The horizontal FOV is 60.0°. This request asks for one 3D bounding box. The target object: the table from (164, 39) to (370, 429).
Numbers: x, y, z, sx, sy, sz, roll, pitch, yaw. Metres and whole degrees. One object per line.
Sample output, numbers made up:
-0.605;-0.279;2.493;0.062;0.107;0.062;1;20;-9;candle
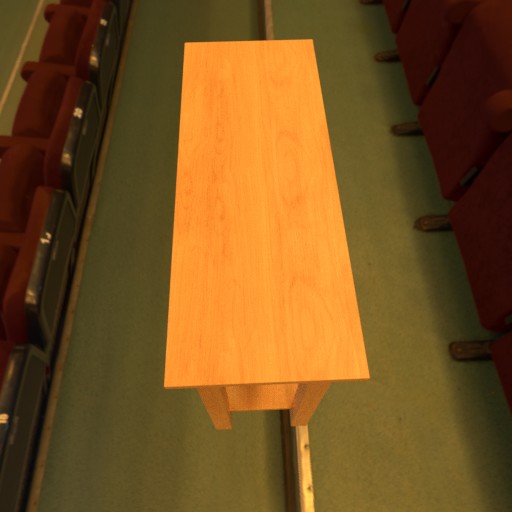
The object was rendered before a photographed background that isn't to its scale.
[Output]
0.000;0.000;1.267;0.340;0.728;0.900;-2;60;-1;table
